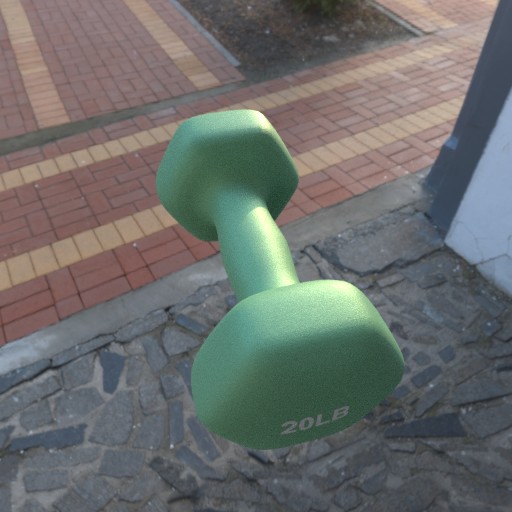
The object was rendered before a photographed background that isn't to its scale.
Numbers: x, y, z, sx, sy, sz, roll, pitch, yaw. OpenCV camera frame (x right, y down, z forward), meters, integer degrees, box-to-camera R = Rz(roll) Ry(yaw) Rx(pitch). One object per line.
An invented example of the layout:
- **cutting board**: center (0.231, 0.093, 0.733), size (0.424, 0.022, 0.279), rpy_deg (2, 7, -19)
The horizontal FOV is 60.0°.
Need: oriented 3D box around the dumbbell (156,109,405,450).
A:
- **dumbbell**: center (0.000, 0.000, 0.331), size (0.129, 0.117, 0.260), rpy_deg (-10, 47, -10)
